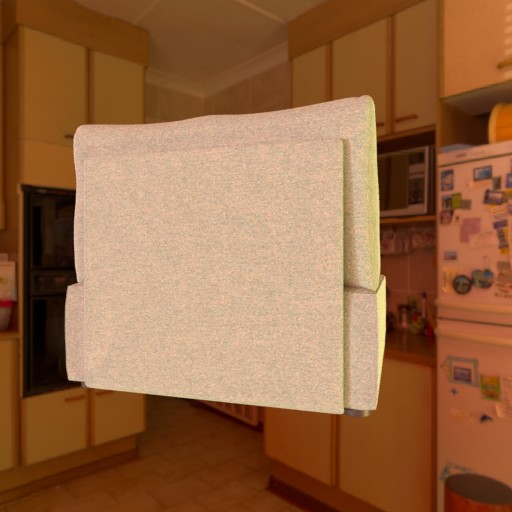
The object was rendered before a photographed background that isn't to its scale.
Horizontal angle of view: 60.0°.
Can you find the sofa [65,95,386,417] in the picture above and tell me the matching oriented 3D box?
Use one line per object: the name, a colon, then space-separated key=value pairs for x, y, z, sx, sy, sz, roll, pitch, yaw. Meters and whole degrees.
sofa: x=0.000 y=0.000 z=1.681 sx=0.930 sy=0.820 sz=1.000 roll=0 pitch=0 yaw=18
